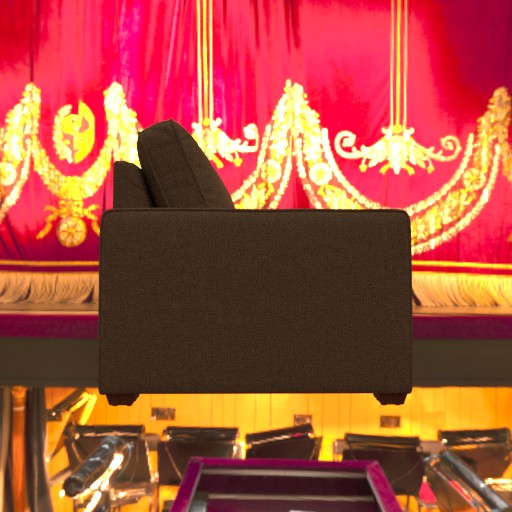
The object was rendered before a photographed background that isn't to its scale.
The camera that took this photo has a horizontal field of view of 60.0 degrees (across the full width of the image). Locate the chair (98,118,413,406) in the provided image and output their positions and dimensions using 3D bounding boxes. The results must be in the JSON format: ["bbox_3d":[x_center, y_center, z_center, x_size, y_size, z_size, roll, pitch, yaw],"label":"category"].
[{"bbox_3d":[0.000,0.000,1.792,0.940,0.919,1.017,0,-1,0],"label":"chair"}]
